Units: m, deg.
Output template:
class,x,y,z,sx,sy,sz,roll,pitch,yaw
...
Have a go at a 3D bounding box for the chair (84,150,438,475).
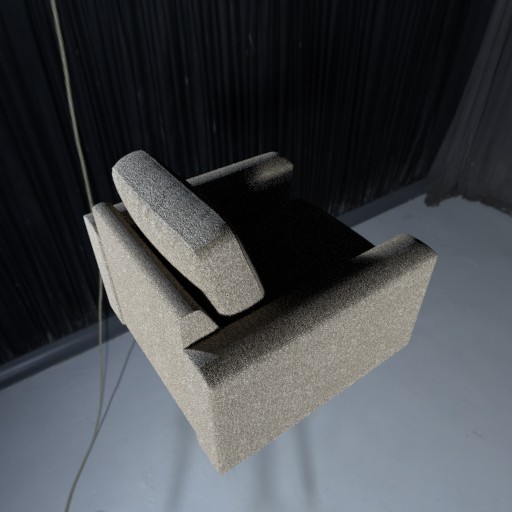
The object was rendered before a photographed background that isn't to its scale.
class,x,y,z,sx,sy,sz,roll,pitch,yaw
chair,0.000,0.000,1.789,1.016,0.873,1.005,-25,46,-26
